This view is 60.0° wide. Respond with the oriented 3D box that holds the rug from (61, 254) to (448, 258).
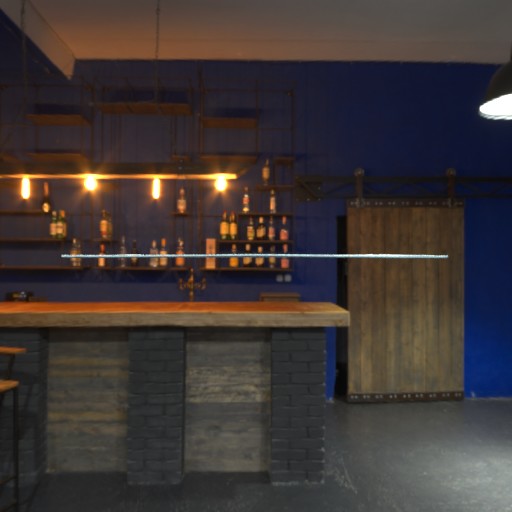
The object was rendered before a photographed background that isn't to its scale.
[{"bbox_3d":[0.000,0.000,2.961,1.611,0.026,2.260,0,0,0],"label":"rug"}]
